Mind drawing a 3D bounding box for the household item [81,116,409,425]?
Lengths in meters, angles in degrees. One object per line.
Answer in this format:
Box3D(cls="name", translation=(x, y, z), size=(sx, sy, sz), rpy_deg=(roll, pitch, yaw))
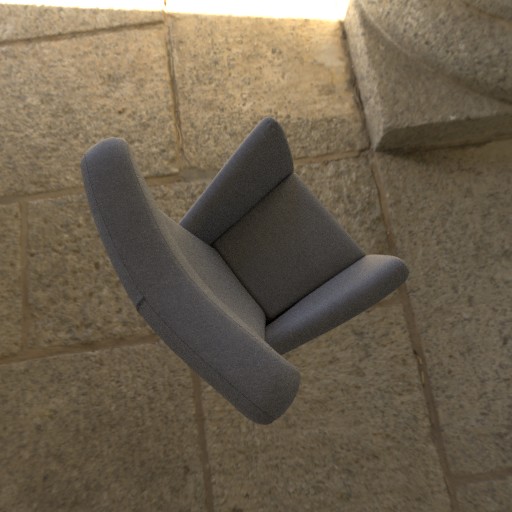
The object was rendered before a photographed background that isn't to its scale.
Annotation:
Box3D(cls="household item", translation=(0.000, 0.000, 1.768), size=(0.900, 1.050, 0.980), rpy_deg=(-37, 78, -9))
